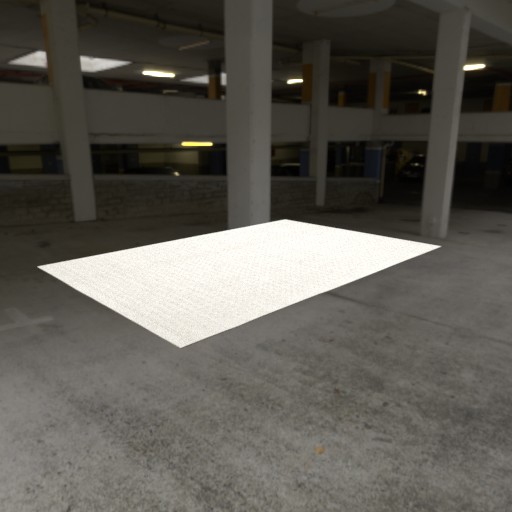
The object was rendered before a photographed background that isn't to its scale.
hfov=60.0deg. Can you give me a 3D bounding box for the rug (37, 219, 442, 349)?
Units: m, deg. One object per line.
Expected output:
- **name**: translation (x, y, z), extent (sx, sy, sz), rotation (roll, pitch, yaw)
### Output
- **rug**: translation (0.000, 0.000, 2.973), extent (2.289, 0.006, 1.523), rotation (-14, 21, -43)
